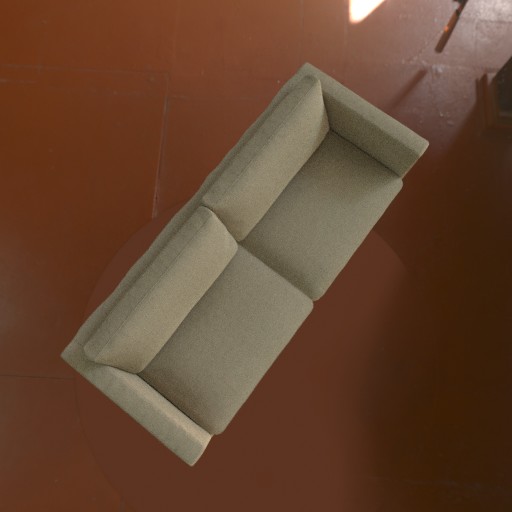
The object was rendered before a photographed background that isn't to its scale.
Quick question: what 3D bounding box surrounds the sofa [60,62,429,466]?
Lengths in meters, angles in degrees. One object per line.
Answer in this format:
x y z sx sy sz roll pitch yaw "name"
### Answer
0.000 0.000 2.778 0.956 0.847 2.296 37 80 8 "sofa"
